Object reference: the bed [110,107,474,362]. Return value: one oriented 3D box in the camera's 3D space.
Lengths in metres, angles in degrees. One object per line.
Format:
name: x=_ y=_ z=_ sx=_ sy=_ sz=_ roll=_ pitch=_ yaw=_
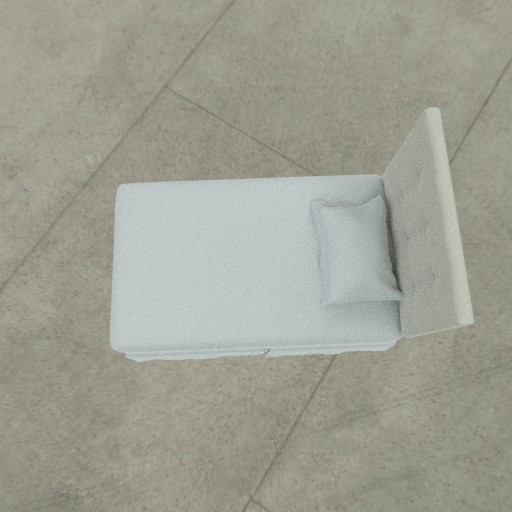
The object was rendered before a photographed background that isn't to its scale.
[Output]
bed: x=0.000 y=0.000 z=2.912 sx=1.997 sy=1.571 sz=1.261 roll=-2 pitch=75 yaw=-1
